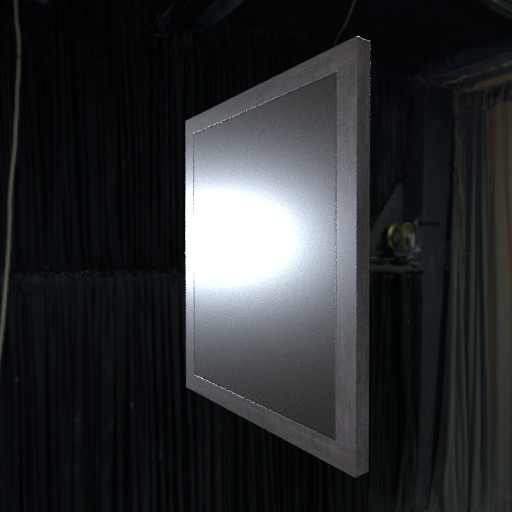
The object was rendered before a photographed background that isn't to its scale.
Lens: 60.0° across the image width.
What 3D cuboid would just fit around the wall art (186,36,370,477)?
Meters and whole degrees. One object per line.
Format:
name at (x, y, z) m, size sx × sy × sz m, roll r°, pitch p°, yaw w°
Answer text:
wall art at (0.000, 0.000, 0.783) m, size 0.027 × 0.580 × 0.479 m, roll -1°, pitch 1°, yaw -36°
